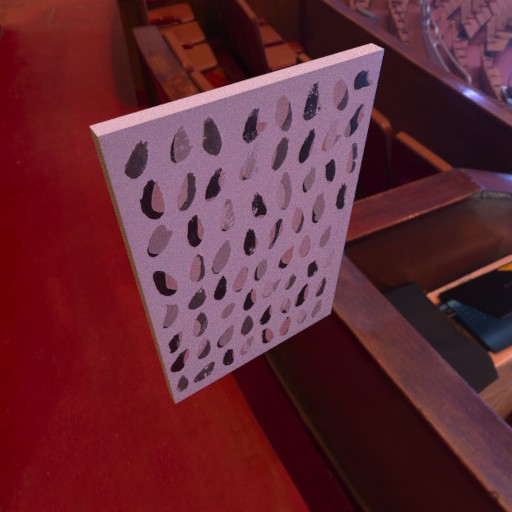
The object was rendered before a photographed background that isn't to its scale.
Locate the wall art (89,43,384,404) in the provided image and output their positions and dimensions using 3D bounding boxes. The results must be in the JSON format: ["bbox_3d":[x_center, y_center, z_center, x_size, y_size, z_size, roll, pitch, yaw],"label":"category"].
[{"bbox_3d":[0.000,0.000,1.138,0.610,0.916,0.037,-26,51,-22],"label":"wall art"}]
